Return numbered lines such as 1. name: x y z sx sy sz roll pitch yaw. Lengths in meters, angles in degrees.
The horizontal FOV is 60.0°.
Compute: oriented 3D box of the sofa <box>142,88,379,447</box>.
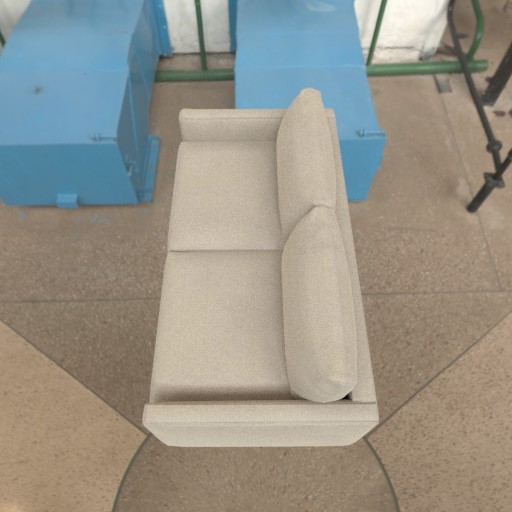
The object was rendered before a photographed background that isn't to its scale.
1. sofa: 0.000 0.000 2.171 0.875 0.840 1.682 0 59 0
